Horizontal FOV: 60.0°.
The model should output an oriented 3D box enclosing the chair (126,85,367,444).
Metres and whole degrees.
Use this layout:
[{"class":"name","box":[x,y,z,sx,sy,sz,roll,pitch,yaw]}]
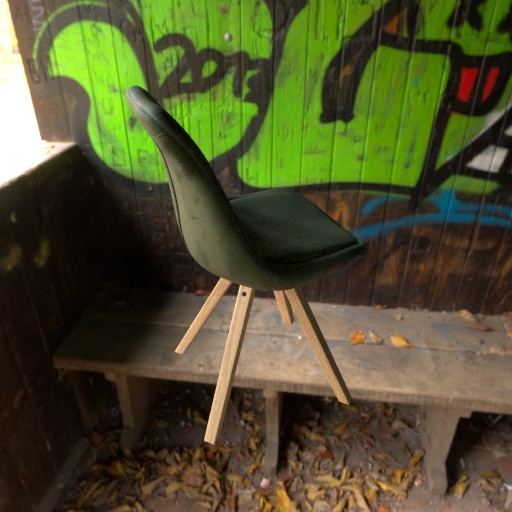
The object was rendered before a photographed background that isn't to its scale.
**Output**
[{"class":"chair","box":[0.000,0.000,1.202,0.547,0.865,0.483,-11,31,-18]}]
